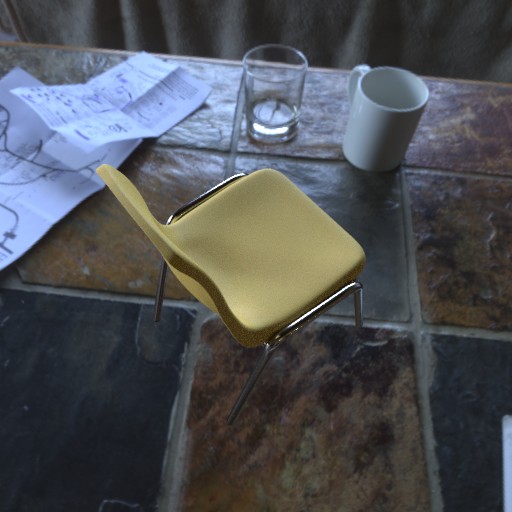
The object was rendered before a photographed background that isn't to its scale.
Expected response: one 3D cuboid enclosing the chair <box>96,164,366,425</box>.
[{"bbox_3d":[0.000,0.000,0.918,0.436,0.653,0.381,-34,64,-19],"label":"chair"}]
